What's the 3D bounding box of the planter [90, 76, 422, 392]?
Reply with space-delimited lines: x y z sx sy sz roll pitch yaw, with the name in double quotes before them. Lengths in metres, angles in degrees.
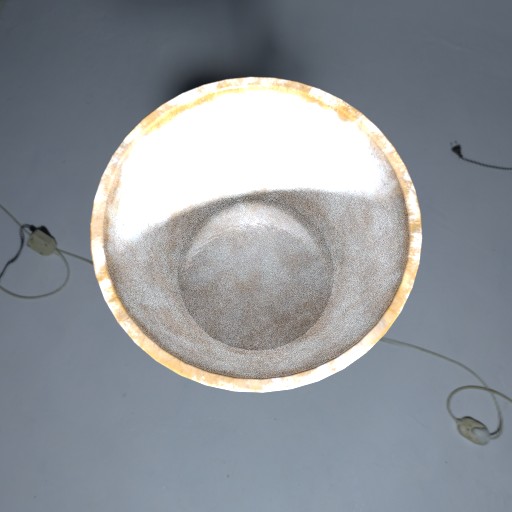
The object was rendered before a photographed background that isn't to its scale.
"planter" 0.000 0.000 0.447 0.255 0.223 0.255 0 75 0
